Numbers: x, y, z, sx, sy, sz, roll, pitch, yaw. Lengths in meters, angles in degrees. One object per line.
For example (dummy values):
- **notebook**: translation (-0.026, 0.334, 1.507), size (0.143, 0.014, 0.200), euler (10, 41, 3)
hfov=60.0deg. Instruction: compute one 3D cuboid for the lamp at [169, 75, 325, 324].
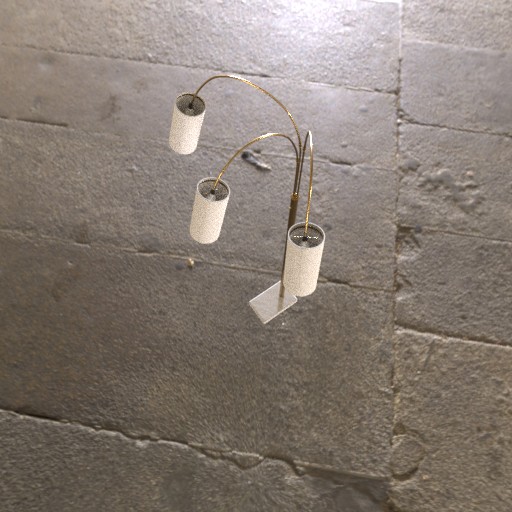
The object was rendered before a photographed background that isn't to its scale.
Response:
- **lamp**: translation (0.000, 0.000, 2.488), size (0.667, 2.055, 1.020), euler (-33, 68, -15)
